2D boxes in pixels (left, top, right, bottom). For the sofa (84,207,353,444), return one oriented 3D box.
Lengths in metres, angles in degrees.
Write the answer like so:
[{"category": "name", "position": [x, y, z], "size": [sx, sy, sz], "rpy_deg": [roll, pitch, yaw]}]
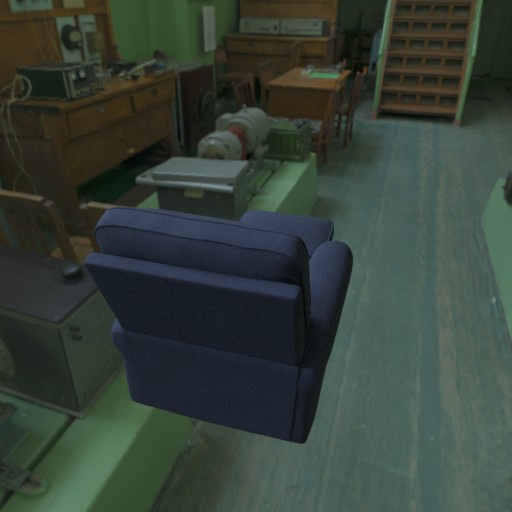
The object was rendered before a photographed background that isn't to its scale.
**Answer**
[{"category": "sofa", "position": [0.000, 0.000, 2.058], "size": [0.880, 0.959, 1.478], "rpy_deg": [9, 32, 14]}]
